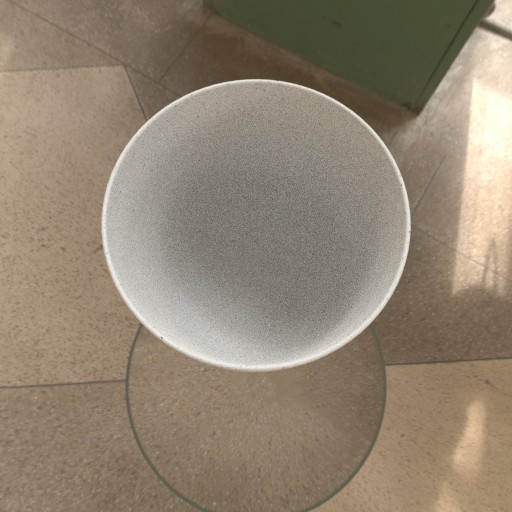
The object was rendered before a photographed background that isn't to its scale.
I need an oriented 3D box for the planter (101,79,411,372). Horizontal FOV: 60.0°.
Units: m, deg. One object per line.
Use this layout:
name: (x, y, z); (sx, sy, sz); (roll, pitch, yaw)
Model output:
planter: (0.000, 0.000, 0.382); (0.195, 0.214, 0.195); (0, 75, 0)
